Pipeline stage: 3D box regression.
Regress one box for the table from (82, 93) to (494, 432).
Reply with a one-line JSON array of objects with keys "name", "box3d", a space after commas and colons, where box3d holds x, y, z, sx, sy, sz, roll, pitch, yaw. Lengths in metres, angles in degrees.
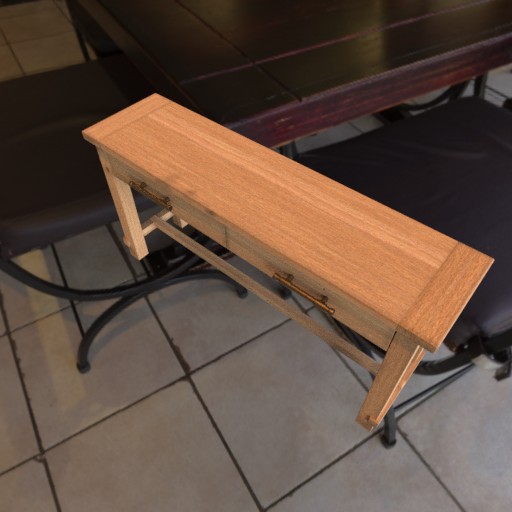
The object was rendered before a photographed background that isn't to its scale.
[{"name": "table", "box3d": [0.000, 0.000, 1.910, 1.599, 0.762, 0.442, 32, 56, 25]}]
